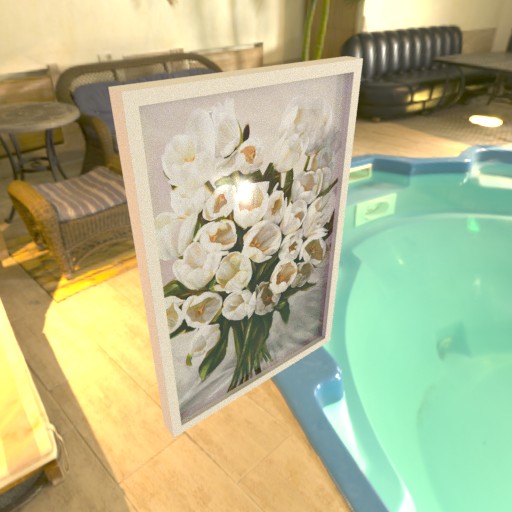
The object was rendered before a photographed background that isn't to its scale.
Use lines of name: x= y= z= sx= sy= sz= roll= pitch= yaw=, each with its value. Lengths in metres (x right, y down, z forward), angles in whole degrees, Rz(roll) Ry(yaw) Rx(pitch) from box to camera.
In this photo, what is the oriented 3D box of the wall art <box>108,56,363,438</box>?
wall art: x=0.000 y=0.000 z=0.548 sx=0.293 sy=0.428 sz=0.025 roll=-23 pitch=38 yaw=-32
